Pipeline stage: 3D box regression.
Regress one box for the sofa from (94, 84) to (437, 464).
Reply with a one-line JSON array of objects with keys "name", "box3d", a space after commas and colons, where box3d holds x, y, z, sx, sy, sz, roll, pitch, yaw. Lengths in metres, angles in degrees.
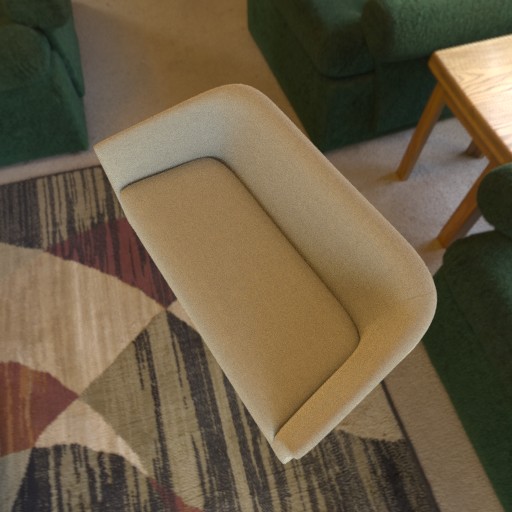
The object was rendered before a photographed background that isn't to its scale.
[{"name": "sofa", "box3d": [0.000, 0.000, 1.857, 0.705, 0.721, 1.452, -30, 66, -15]}]
